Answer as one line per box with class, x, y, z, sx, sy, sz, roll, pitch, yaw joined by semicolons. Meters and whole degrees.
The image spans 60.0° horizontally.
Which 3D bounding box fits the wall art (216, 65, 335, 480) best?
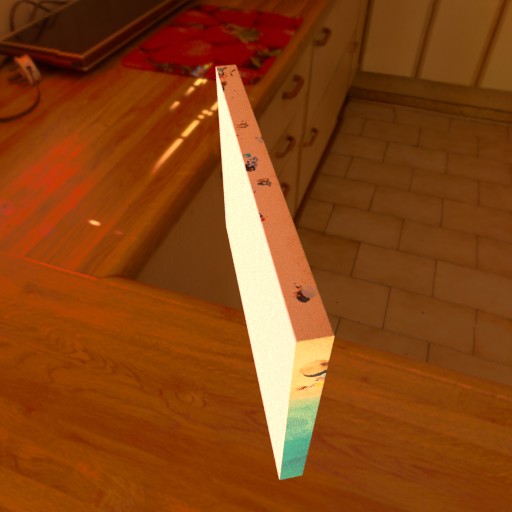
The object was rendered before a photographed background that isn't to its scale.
wall art;0.000;0.000;0.771;0.039;0.406;0.609;-8;47;-7
